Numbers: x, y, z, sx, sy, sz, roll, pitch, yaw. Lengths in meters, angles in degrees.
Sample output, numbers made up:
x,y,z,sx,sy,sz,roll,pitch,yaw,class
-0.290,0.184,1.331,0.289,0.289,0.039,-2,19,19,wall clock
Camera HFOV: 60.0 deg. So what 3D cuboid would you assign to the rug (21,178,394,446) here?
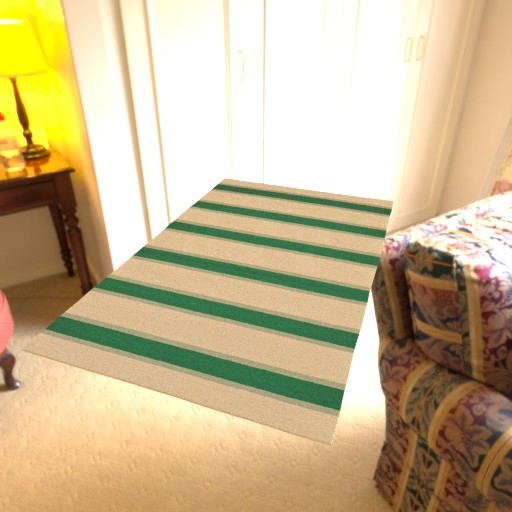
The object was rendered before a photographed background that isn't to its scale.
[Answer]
x,y,z,sx,sy,sz,roll,pitch,yaw,class
0.000,0.000,2.890,1.521,0.015,2.436,11,32,17,rug
